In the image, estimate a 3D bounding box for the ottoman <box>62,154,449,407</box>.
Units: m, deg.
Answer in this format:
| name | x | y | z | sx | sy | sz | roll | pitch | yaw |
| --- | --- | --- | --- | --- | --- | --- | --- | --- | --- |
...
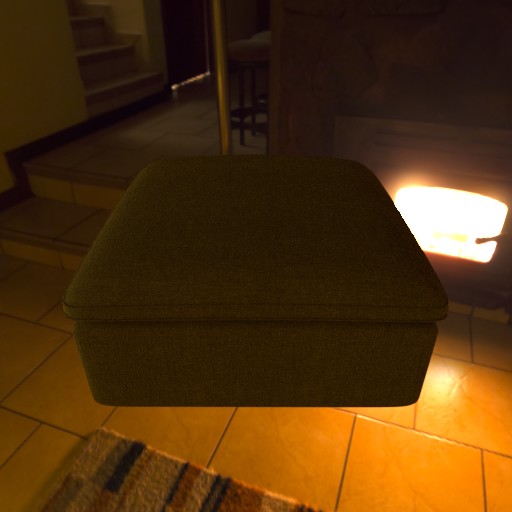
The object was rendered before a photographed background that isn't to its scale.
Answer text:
| name | x | y | z | sx | sy | sz | roll | pitch | yaw |
| --- | --- | --- | --- | --- | --- | --- | --- | --- | --- |
| ottoman | 0.000 | 0.000 | 1.700 | 1.067 | 0.559 | 1.067 | 0 | 32 | 0 |
